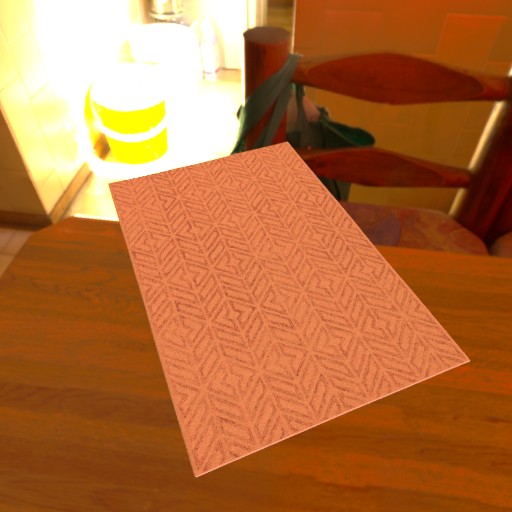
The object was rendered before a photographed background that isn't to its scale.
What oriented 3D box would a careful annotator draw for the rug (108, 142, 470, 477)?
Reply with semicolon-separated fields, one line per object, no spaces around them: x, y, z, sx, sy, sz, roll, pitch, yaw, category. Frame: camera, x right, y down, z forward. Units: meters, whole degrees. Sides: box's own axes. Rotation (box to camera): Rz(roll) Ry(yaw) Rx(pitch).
0.000;0.000;2.306;1.220;0.007;1.828;-17;49;-15;rug
